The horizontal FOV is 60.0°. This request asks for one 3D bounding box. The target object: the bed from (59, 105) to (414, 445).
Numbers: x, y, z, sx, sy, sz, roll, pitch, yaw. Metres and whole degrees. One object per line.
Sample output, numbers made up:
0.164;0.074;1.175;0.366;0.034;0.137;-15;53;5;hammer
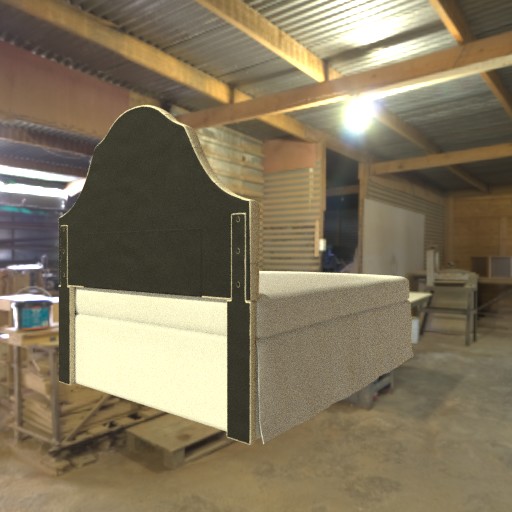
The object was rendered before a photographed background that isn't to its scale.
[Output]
0.000;0.000;3.147;1.627;1.575;2.092;0;1;37;bed
